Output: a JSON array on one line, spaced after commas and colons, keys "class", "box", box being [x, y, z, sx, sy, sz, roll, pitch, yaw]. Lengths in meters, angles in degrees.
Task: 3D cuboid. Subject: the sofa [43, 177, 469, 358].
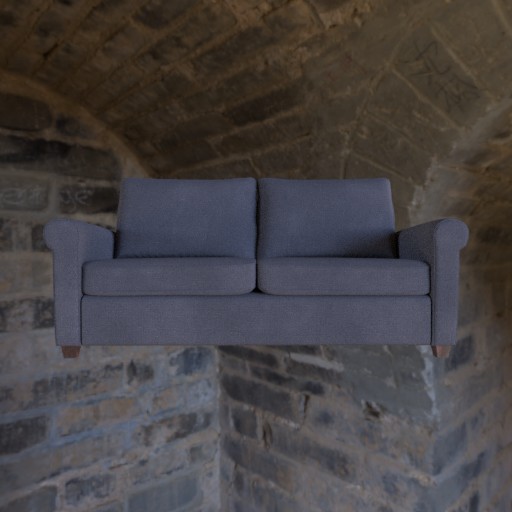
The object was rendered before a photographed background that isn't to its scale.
[{"class": "sofa", "box": [0.000, 0.000, 2.423, 1.935, 0.942, 0.842, 0, 0, 0]}]
